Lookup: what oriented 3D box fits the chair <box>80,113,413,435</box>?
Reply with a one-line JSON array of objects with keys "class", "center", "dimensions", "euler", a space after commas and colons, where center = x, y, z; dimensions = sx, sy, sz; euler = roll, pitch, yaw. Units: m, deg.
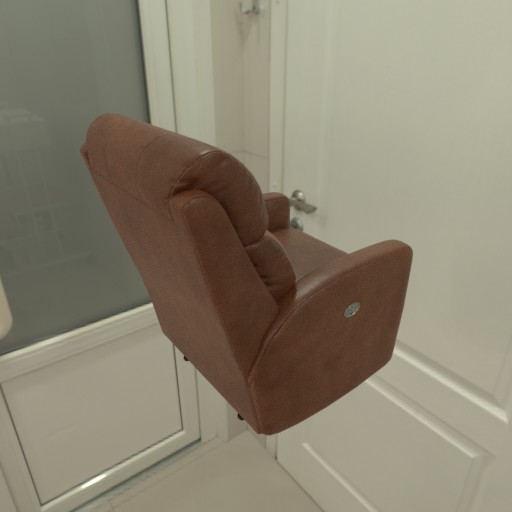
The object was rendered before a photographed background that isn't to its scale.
[{"class": "chair", "center": [0.000, 0.000, 1.637], "dimensions": [0.939, 1.016, 0.787], "euler": [-19, 32, -33]}]
